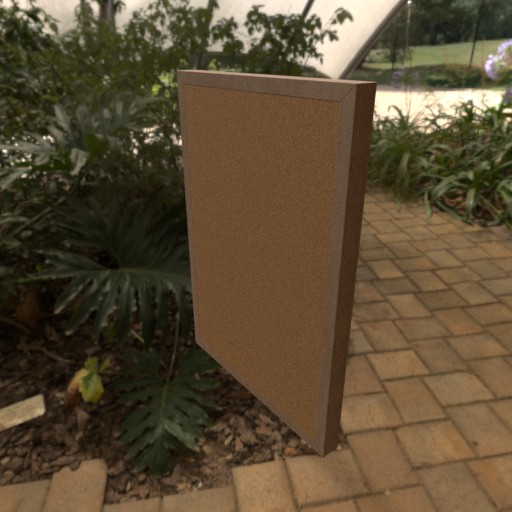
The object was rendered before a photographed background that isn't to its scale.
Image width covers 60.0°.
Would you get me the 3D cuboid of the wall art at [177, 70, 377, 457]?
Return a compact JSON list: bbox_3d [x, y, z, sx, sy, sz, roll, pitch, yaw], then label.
[{"bbox_3d":[0.000,0.000,0.672,0.031,0.509,0.356,-18,31,-34],"label":"wall art"}]
